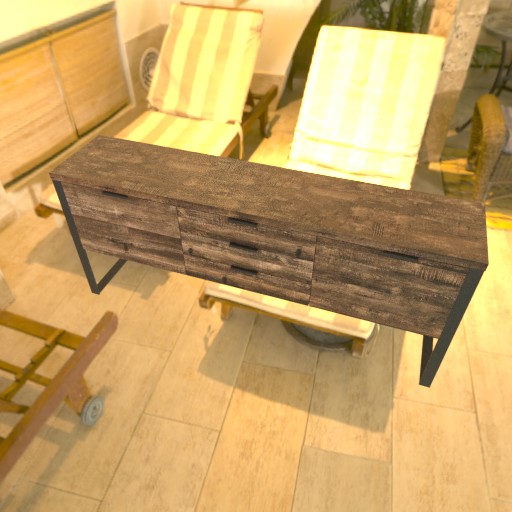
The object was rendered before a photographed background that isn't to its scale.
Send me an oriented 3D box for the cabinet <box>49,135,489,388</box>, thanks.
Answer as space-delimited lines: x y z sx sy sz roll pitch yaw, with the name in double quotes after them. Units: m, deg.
0.000 0.000 2.106 1.800 0.762 0.395 13 43 14 "cabinet"
